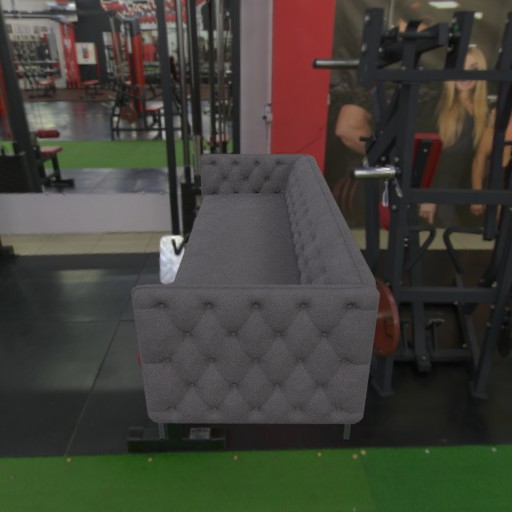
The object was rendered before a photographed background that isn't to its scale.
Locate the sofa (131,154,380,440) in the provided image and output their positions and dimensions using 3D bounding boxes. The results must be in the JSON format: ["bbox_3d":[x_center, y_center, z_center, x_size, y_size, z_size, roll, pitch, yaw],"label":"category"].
[{"bbox_3d":[0.000,0.000,2.677,0.895,0.771,2.209,0,25,0],"label":"sofa"}]
